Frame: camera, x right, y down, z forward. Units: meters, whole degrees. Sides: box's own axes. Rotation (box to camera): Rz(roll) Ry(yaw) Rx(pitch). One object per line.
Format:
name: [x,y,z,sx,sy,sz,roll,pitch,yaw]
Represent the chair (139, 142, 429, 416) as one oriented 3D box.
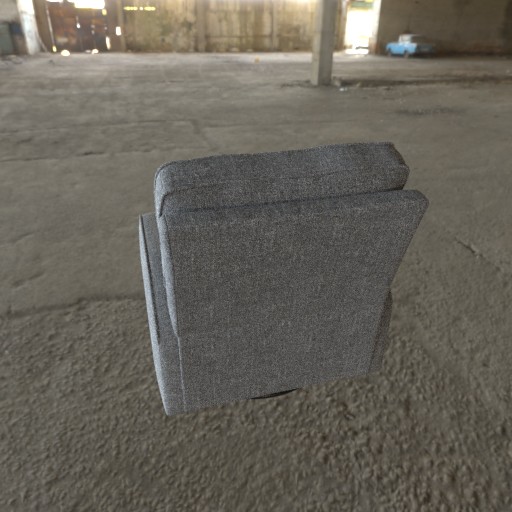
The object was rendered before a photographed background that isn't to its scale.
chair: [0.000,0.000,1.716,0.861,0.962,0.964,-7,28,-14]
